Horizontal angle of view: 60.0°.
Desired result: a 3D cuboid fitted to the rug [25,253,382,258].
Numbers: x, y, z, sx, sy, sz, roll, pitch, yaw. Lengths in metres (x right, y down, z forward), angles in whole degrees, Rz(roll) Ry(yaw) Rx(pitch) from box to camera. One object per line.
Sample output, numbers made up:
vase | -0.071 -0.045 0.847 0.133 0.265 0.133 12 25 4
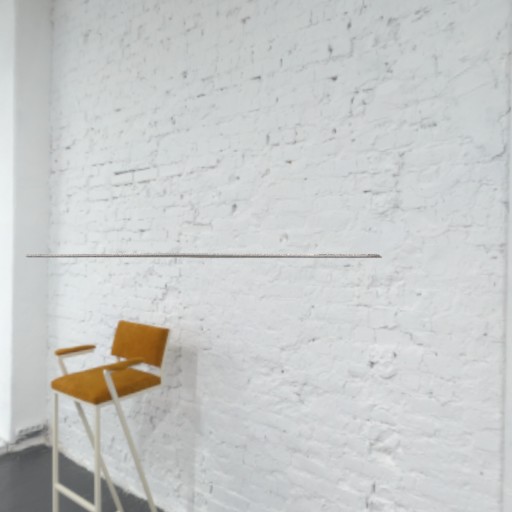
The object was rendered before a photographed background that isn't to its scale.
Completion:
rug | 0.000 0.000 3.016 1.609 0.030 2.342 0 0 17
